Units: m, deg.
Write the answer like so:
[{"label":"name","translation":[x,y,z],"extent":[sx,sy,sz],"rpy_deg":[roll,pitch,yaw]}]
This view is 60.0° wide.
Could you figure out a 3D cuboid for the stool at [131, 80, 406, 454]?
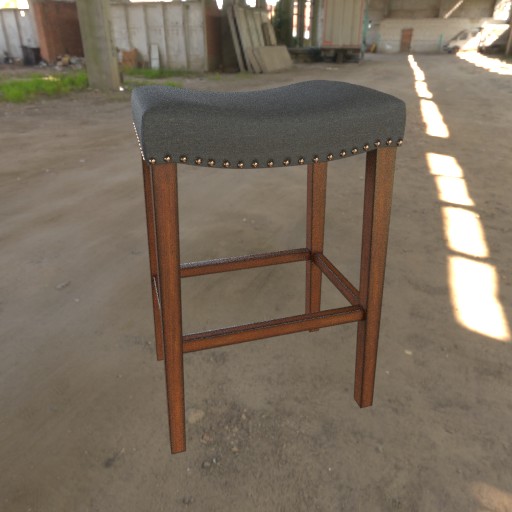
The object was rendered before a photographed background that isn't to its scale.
[{"label":"stool","translation":[0.000,0.000,1.040],"extent":[0.502,0.748,0.366],"rpy_deg":[-8,28,-15]}]
